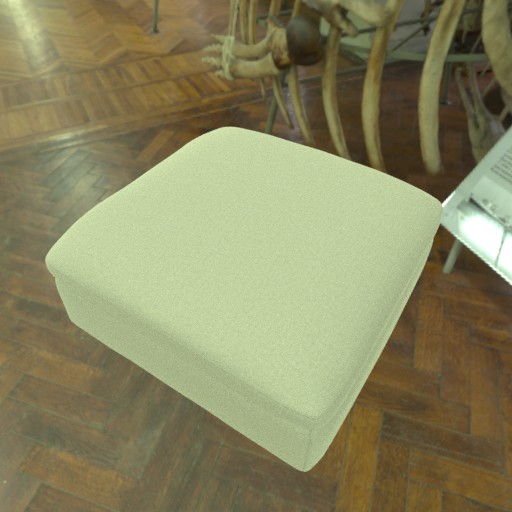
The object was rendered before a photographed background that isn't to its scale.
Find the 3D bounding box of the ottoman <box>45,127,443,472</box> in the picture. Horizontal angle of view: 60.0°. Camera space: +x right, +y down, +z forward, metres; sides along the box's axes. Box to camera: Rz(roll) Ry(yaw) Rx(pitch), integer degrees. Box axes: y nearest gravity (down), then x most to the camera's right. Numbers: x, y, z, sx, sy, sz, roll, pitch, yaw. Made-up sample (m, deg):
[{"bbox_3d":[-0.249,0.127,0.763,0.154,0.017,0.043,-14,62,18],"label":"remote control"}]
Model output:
[{"bbox_3d":[0.000,0.000,1.526,0.996,0.467,0.977,25,50,23],"label":"ottoman"}]
